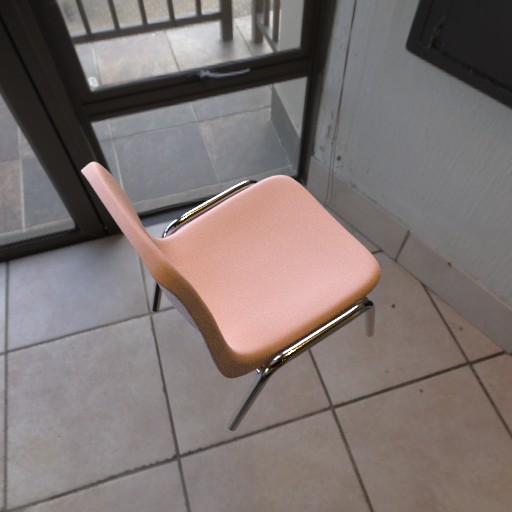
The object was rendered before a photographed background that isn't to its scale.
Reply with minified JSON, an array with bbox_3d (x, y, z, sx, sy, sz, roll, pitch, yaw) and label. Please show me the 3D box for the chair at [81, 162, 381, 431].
[{"bbox_3d":[0.000,0.000,0.756,0.385,0.536,0.354,-31,63,-18],"label":"chair"}]
